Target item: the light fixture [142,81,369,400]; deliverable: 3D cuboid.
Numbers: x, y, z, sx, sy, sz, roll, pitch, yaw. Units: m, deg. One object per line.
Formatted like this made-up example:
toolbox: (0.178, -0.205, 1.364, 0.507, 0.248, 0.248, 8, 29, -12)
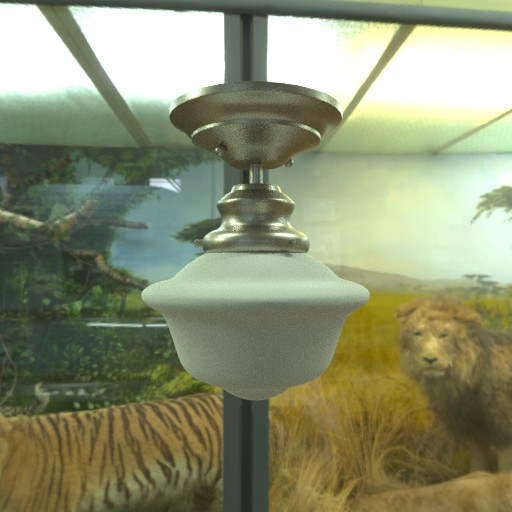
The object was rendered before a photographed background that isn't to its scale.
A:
light fixture: (0.000, 0.000, 0.397, 0.199, 0.254, 0.199, 0, -1, 0)
